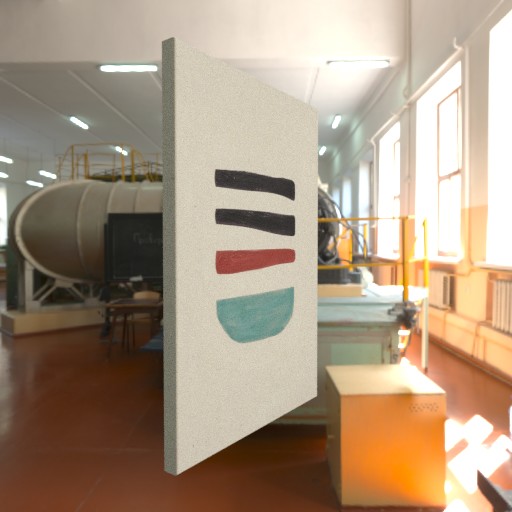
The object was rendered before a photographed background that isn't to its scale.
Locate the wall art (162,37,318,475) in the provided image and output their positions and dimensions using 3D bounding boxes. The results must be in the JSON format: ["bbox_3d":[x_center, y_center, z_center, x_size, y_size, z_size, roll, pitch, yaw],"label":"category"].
[{"bbox_3d":[0.000,0.000,1.173,0.038,0.912,0.607,1,2,37],"label":"wall art"}]
